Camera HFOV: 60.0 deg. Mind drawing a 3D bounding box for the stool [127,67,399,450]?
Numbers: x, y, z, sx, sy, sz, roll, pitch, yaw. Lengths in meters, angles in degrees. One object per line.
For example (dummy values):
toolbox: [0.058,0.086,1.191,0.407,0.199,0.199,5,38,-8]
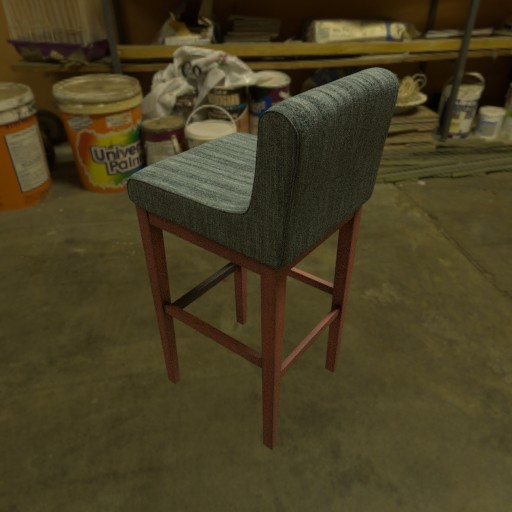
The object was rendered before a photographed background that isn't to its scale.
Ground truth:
stool: [0.000,0.000,1.218,0.499,0.965,0.426,23,40,30]
